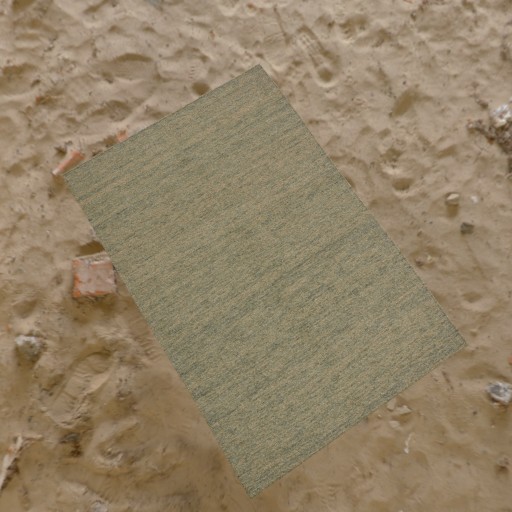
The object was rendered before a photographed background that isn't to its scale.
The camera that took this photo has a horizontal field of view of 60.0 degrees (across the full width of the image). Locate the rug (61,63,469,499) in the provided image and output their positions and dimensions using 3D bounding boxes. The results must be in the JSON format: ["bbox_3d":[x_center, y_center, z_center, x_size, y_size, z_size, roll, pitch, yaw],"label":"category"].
[{"bbox_3d":[0.000,0.000,2.758,1.547,0.013,2.283,-32,79,-7],"label":"rug"}]
